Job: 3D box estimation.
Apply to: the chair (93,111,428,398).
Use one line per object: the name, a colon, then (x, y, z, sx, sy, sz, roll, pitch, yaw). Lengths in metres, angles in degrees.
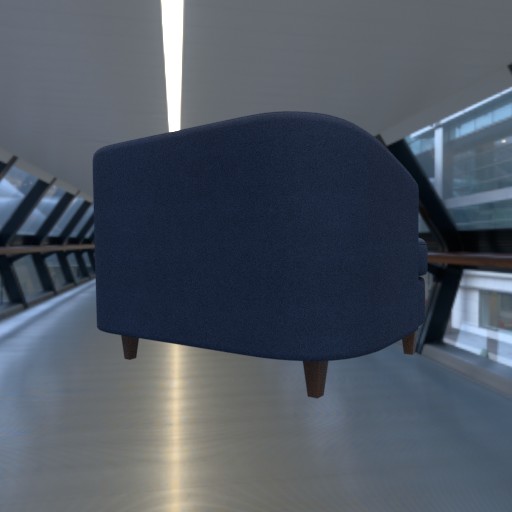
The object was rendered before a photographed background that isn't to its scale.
chair: (0.000, 0.000, 1.742, 1.118, 0.787, 0.914, 0, 1, 34)
